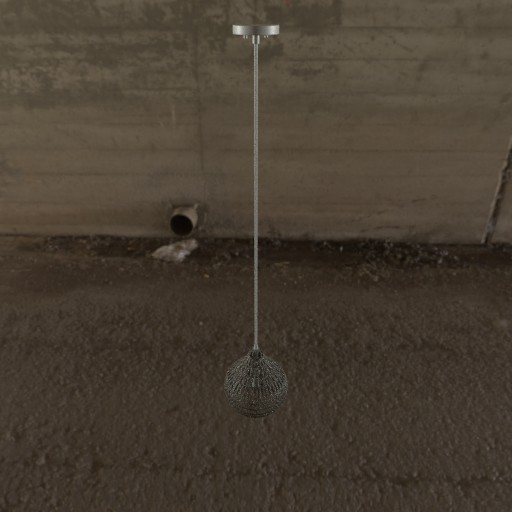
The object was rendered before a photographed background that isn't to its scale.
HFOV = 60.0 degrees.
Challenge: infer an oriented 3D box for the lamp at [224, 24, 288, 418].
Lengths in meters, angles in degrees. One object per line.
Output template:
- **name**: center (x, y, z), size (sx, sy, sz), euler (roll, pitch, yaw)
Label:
- **lamp**: center (0.000, 0.000, 2.073), size (0.355, 1.919, 0.355), euler (-19, 35, -30)
